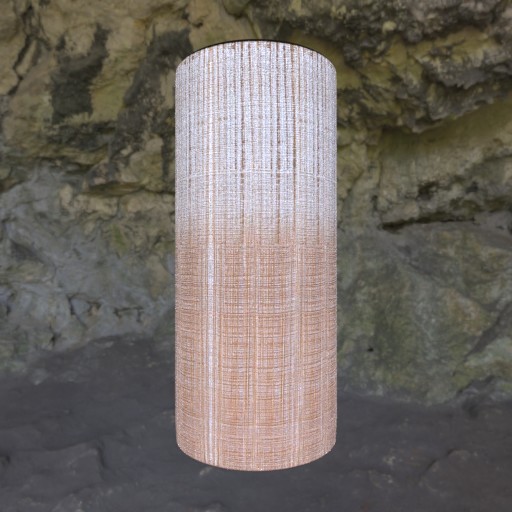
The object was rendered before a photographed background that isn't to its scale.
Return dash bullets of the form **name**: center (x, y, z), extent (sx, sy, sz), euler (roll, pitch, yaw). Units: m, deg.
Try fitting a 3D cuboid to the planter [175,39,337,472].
- **planter**: center (0.000, 0.000, 0.279), extent (0.100, 0.227, 0.100), euler (0, 0, -36)
